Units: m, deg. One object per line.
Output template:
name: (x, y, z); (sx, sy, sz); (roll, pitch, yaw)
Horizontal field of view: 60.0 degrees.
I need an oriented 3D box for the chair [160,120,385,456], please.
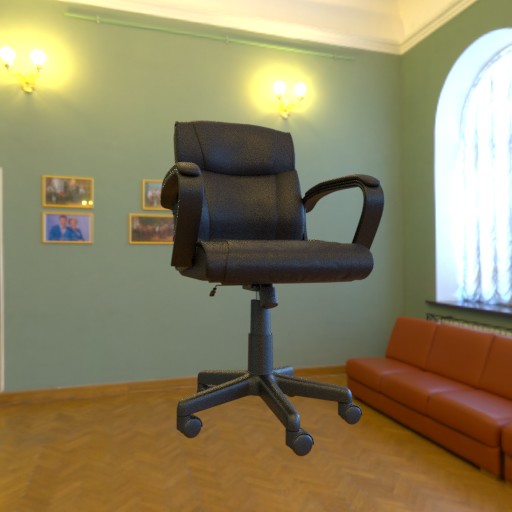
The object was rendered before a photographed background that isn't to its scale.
chair: (0.000, 0.000, 1.397); (0.576, 0.998, 0.641); (0, 0, -19)
